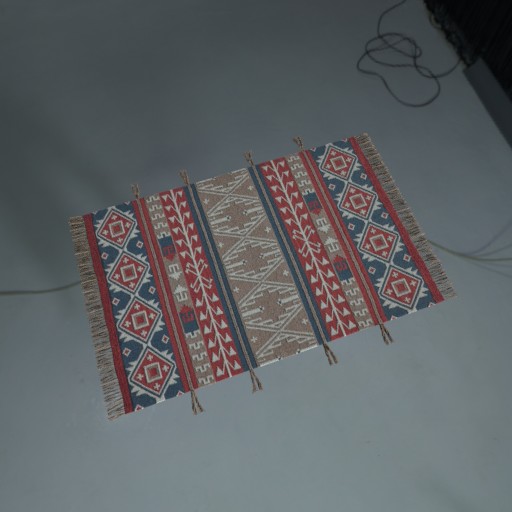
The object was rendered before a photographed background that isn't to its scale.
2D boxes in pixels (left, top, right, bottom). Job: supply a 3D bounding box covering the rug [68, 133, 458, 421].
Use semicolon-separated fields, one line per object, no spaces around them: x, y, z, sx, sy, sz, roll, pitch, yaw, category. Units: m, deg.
0.000;0.000;2.606;2.025;0.040;1.469;-18;67;-8;rug
